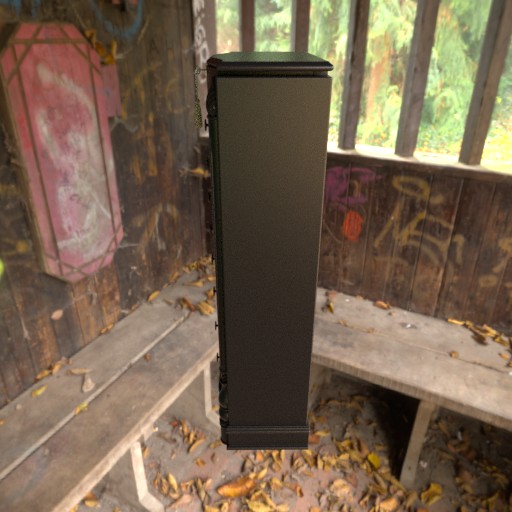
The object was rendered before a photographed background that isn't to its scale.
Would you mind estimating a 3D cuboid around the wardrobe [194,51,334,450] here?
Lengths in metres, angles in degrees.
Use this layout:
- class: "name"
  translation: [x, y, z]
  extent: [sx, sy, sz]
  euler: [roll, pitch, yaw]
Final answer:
- class: "wardrobe"
  translation: [0.000, 0.000, 1.226]
  extent: [0.295, 1.011, 0.444]
  euler: [0, 27, 0]
